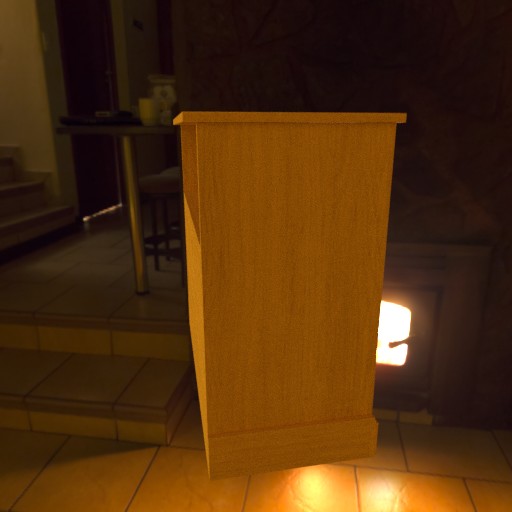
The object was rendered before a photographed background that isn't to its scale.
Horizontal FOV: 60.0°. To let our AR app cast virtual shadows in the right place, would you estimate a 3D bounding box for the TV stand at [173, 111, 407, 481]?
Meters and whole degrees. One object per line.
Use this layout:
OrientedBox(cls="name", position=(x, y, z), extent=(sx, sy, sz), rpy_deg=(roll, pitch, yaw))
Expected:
OrientedBox(cls="TV stand", position=(0.000, 0.000, 1.319), extent=(0.430, 0.787, 0.851), rpy_deg=(-3, 16, -11))
